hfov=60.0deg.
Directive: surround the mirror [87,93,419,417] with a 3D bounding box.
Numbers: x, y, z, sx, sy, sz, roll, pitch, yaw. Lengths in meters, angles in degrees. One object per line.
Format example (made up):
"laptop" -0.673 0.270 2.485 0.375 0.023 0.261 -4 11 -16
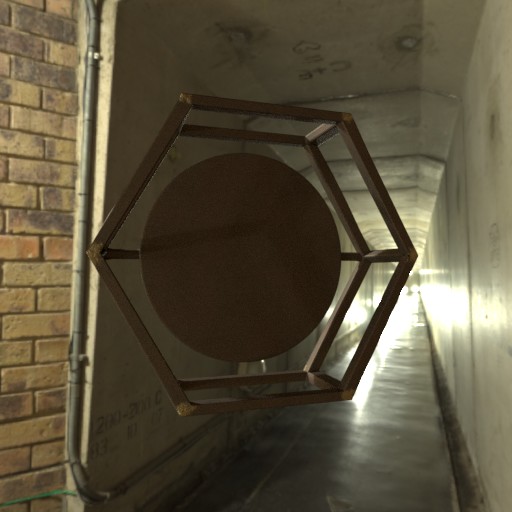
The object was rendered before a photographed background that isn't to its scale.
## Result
"mirror" 0.000 0.000 0.541 0.380 0.334 0.119 1 -2 -18
